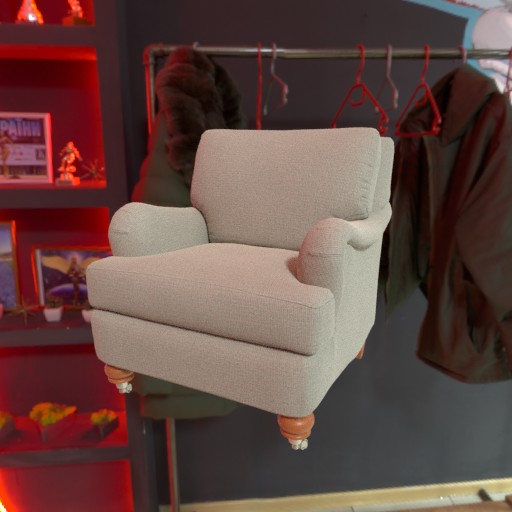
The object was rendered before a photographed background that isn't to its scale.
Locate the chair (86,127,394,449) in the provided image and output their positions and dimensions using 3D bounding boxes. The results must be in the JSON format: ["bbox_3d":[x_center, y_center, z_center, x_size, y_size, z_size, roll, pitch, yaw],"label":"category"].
[{"bbox_3d":[0.000,0.000,1.855,0.955,1.038,1.070,7,16,26],"label":"chair"}]
